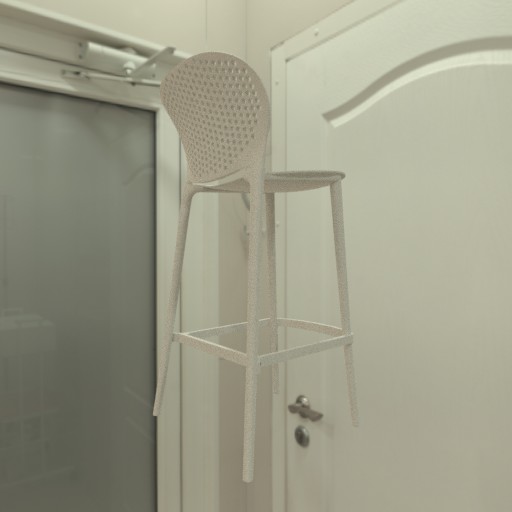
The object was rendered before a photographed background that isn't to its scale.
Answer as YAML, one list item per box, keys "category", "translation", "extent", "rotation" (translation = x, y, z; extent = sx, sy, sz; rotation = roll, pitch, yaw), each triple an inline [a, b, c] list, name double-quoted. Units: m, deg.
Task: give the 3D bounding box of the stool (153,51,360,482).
- category: "stool"
  translation: [0.000, 0.000, 1.365]
  extent: [0.535, 1.045, 0.536]
  rotation: [-1, 1, -37]
